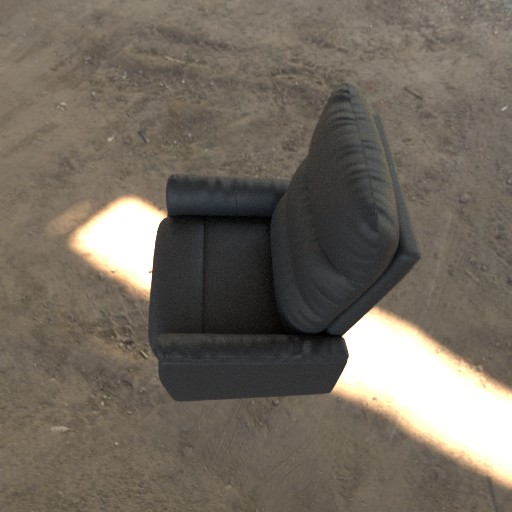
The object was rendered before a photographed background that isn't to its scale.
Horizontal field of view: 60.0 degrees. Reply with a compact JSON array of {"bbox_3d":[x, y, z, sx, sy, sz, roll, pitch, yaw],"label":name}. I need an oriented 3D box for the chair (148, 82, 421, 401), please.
[{"bbox_3d":[0.000,0.000,1.607,0.831,1.082,0.775,-3,59,-2],"label":"chair"}]
